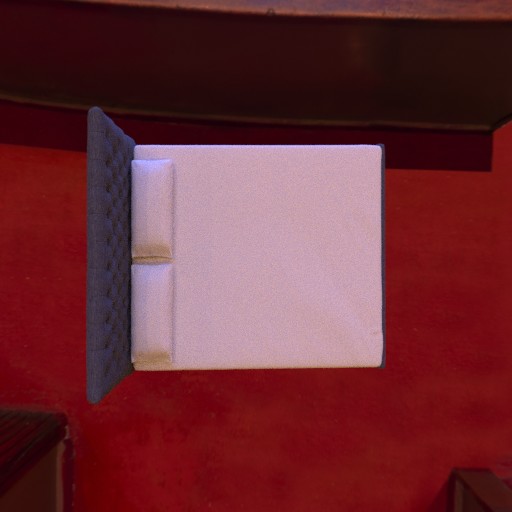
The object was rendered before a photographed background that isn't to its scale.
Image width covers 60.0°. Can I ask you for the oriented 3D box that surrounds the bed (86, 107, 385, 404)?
[{"bbox_3d":[0.000,0.000,3.775,2.387,1.427,2.078,0,90,0],"label":"bed"}]
